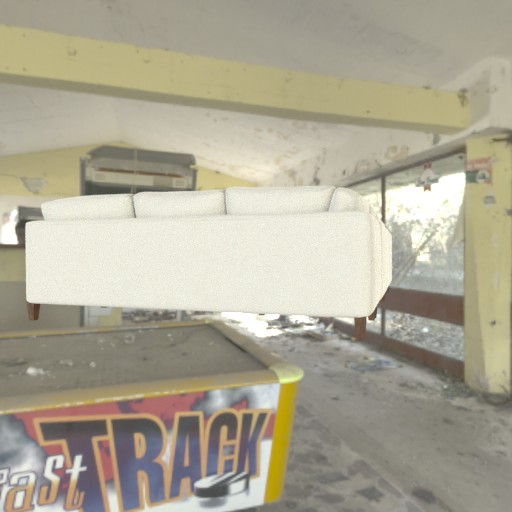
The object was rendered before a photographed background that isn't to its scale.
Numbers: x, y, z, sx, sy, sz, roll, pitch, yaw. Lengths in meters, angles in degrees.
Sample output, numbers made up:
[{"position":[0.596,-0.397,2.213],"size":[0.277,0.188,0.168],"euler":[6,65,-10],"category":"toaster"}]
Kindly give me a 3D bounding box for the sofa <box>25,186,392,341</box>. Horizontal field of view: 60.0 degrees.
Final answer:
[{"position":[0.000,0.000,4.551],"size":[2.593,0.956,3.459],"euler":[0,0,19],"category":"sofa"}]
